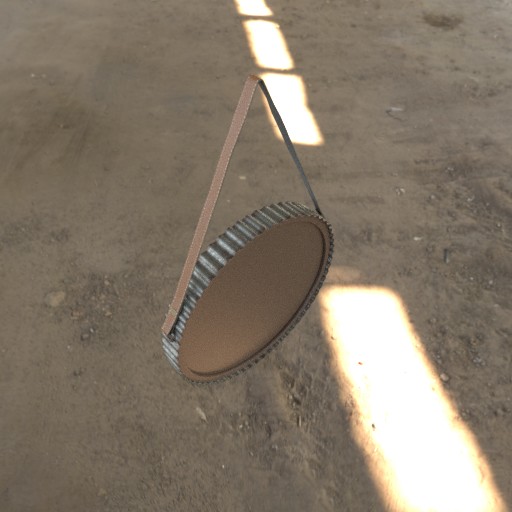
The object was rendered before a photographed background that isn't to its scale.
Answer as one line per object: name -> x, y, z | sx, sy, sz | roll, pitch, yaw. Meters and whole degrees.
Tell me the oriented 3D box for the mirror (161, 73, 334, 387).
mirror -> 0.000, 0.000, 0.686 | 0.355, 0.568, 0.042 | -33, 55, -27
